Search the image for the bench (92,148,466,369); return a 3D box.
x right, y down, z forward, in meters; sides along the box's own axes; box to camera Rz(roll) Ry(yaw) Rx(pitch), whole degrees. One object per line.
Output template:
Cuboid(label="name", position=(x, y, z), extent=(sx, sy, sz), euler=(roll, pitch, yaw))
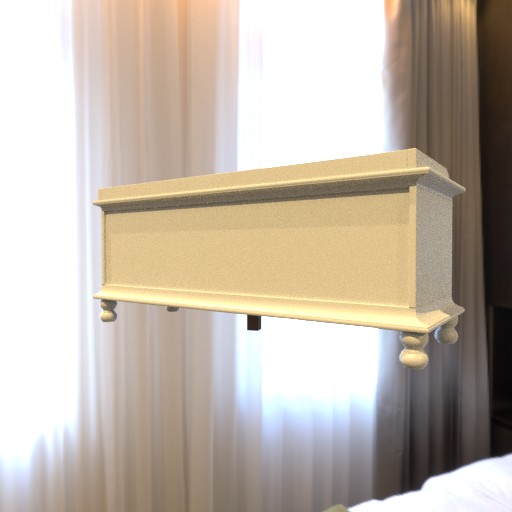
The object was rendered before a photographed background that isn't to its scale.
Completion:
Cuboid(label="bench", position=(0.000, 0.000, 1.448), extent=(1.185, 0.486, 0.402), euler=(1, 1, 35))
